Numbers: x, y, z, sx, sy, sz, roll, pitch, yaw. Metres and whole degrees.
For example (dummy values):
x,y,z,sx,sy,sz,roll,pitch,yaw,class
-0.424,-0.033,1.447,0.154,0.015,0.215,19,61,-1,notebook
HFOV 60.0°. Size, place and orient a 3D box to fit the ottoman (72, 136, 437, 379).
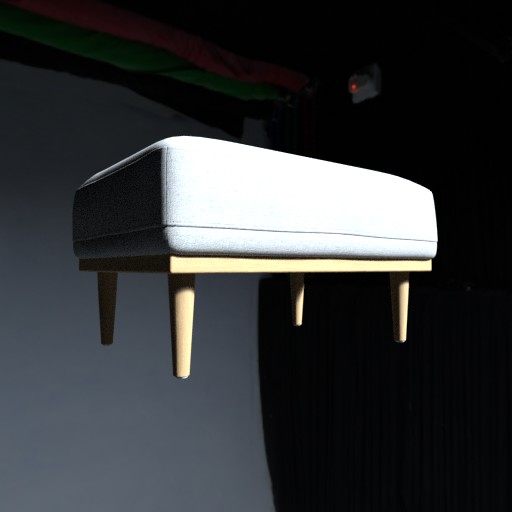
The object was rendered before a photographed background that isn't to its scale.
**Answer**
x,y,z,sx,sy,sz,roll,pitch,yaw,class
0.000,0.000,1.090,0.749,0.428,0.549,1,-2,-37,ottoman
